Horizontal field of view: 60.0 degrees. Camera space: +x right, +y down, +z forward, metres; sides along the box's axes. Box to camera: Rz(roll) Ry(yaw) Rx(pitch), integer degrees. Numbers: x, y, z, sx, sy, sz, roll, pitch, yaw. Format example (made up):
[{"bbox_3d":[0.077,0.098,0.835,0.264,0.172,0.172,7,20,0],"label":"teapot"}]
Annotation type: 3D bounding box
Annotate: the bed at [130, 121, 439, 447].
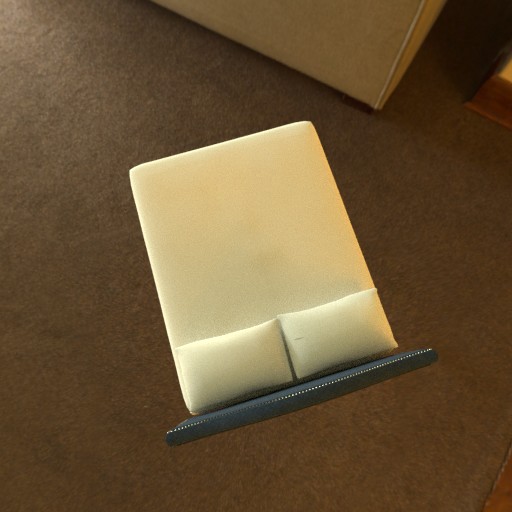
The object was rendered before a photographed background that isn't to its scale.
[{"bbox_3d":[0.000,0.000,3.330,1.713,1.518,2.153,-16,76,-4],"label":"bed"}]
